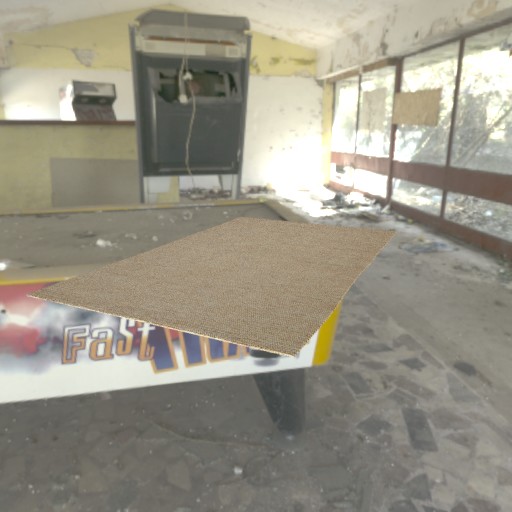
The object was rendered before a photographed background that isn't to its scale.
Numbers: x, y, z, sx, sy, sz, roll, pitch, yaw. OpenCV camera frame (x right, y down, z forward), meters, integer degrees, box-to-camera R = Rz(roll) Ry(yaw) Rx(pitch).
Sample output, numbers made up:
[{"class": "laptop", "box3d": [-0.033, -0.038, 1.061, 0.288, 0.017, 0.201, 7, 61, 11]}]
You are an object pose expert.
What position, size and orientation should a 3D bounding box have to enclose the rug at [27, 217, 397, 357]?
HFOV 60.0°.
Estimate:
[{"class": "rug", "box3d": [0.000, 0.000, 3.088, 1.533, 0.011, 2.439, 8, 18, 25]}]
